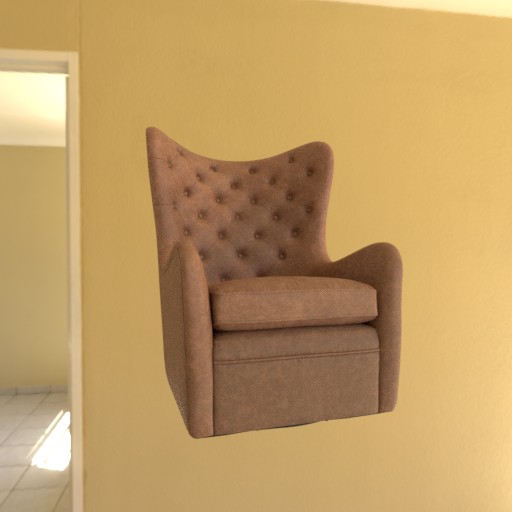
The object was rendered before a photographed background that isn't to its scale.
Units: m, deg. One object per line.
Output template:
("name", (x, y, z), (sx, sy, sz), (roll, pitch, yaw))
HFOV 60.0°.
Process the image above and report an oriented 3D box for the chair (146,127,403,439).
("chair", (0.000, 0.000, 1.778), (0.831, 1.079, 0.930), (0, 1, -18))
